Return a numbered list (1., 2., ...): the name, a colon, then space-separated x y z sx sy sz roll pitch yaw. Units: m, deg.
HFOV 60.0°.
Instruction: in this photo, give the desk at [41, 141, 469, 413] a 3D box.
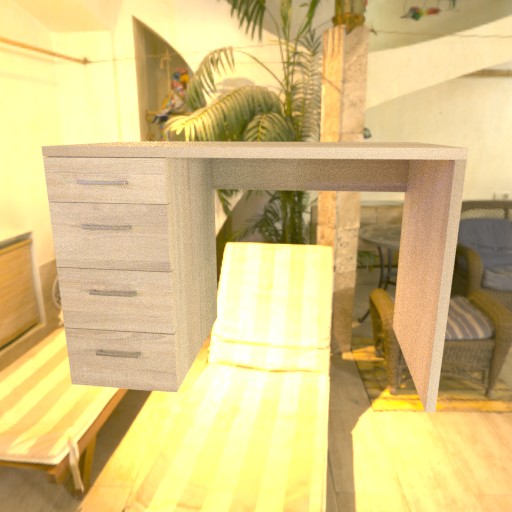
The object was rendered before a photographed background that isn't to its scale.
1. desk: 0.000 0.000 1.492 1.100 0.731 0.600 2 16 7
